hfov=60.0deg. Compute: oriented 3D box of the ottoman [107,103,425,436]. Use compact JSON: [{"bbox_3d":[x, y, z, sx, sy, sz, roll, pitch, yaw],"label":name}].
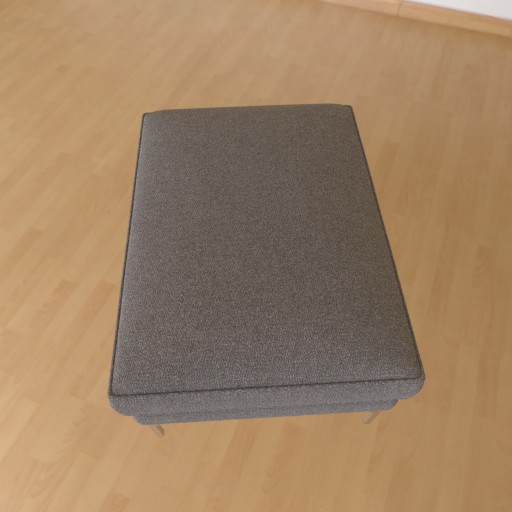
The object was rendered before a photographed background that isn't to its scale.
[{"bbox_3d":[0.000,0.000,1.129,0.583,0.464,0.785,-3,57,-2],"label":"ottoman"}]
